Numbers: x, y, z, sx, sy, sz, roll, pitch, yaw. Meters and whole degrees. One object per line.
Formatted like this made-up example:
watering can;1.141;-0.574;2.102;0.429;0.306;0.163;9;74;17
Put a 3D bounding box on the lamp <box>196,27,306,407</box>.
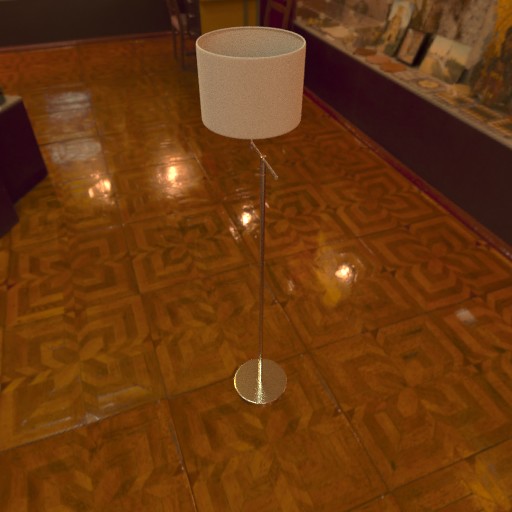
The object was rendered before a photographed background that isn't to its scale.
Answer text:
lamp;0.000;0.000;1.796;0.324;1.600;0.416;-13;42;-14
